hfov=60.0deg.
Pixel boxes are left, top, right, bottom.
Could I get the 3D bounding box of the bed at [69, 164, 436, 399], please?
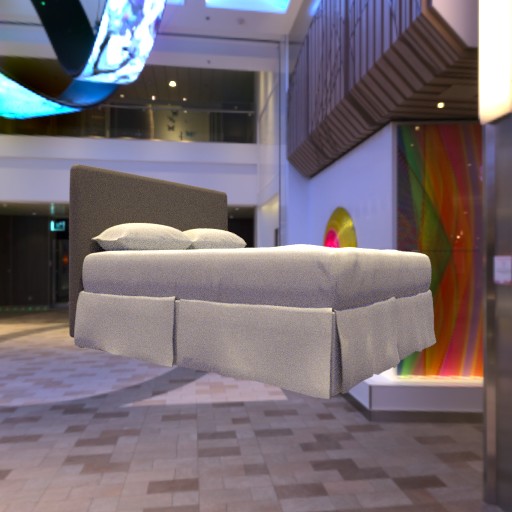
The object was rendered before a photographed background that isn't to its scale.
[{"bbox_3d":[0.000,0.000,3.230,2.142,1.330,1.748,0,-1,36],"label":"bed"}]
